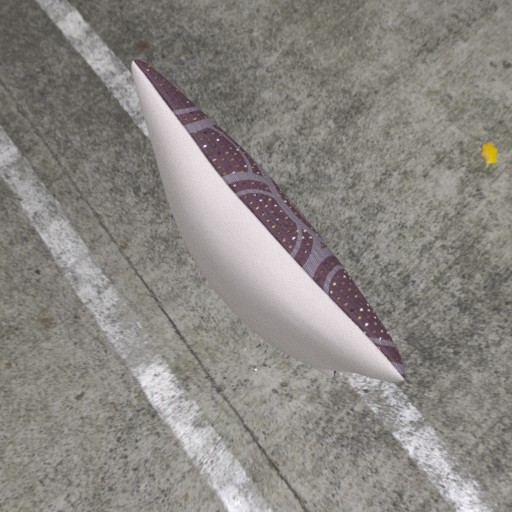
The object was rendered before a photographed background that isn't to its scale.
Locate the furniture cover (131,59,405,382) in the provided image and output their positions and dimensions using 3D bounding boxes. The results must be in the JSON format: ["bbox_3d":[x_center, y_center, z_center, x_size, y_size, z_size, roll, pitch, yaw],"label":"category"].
[{"bbox_3d":[0.000,0.000,0.804,0.193,0.509,0.552,-38,79,-9],"label":"furniture cover"}]
